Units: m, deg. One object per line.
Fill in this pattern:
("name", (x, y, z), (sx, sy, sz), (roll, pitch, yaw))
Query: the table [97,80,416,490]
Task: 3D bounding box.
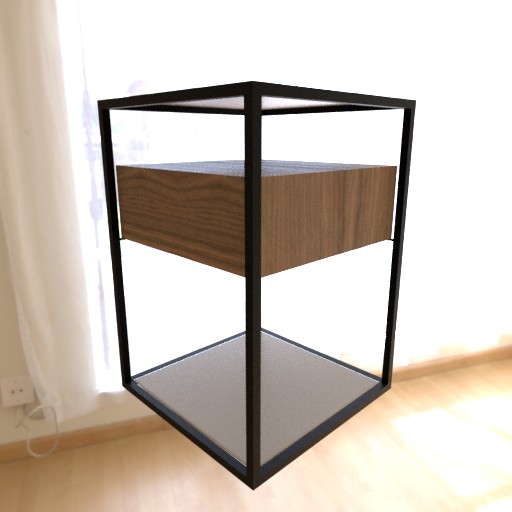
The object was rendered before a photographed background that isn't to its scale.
("table", (0.000, 0.000, 0.811), (0.378, 0.540, 0.378), (-14, 20, -42))
